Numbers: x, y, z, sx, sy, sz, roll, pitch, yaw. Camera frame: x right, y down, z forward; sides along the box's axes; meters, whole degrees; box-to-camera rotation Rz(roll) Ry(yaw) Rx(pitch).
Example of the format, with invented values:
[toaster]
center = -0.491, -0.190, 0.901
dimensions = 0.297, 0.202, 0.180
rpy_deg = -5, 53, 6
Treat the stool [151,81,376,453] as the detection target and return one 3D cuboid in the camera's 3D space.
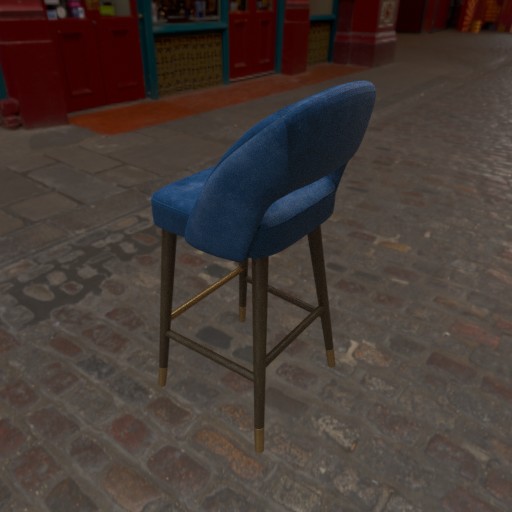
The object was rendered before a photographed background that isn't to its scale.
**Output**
[stool]
center = 0.000, 0.000, 1.319
dimensions = 0.515, 1.016, 0.514
rpy_deg = 21, 37, 31
